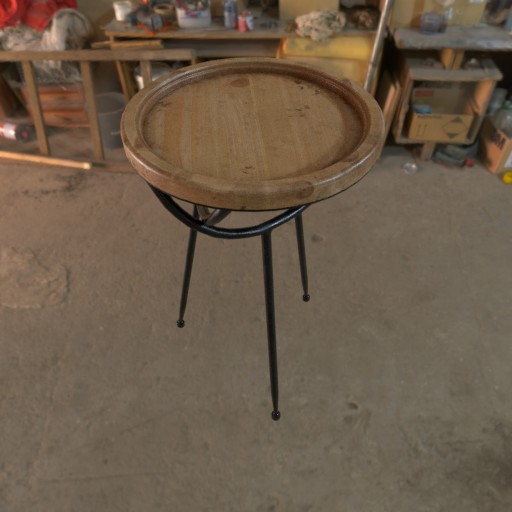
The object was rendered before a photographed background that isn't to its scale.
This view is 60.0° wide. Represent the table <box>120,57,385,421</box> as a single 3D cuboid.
[{"bbox_3d":[0.000,0.000,0.936,0.418,0.664,0.414,-24,51,-21],"label":"table"}]
